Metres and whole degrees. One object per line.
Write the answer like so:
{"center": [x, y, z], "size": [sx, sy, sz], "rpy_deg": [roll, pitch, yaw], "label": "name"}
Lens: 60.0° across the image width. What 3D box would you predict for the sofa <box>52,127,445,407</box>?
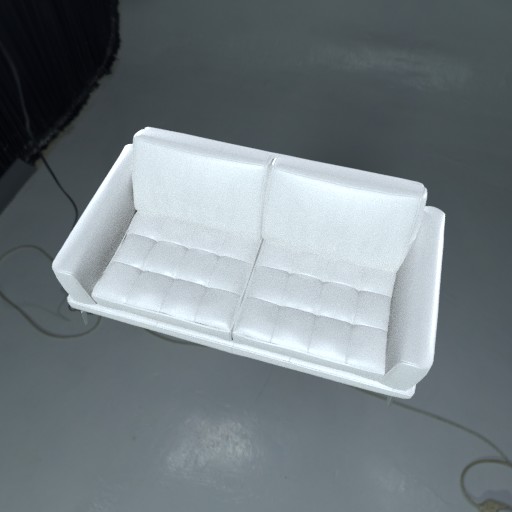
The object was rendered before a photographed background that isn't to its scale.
{"center": [0.000, 0.000, 2.728], "size": [2.177, 0.930, 1.121], "rpy_deg": [14, 58, 9], "label": "sofa"}
